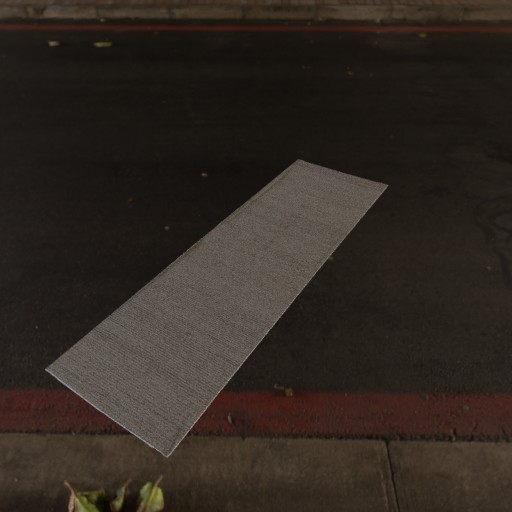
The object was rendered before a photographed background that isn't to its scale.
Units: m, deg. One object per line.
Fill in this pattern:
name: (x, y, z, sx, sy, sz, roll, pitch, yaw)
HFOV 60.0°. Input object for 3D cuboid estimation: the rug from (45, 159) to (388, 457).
rug: (0.000, 0.000, 2.620, 0.741, 0.014, 2.390, 23, 46, 25)
